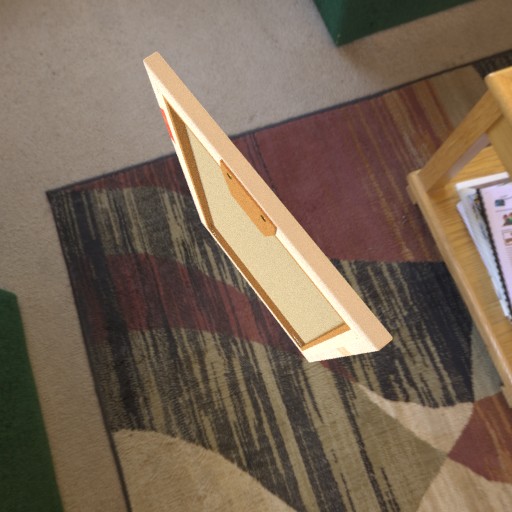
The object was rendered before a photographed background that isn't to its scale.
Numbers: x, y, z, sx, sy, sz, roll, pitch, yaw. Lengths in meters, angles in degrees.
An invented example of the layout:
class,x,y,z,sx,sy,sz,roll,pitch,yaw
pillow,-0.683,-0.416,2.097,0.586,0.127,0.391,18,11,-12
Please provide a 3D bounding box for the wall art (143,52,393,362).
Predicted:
class,x,y,z,sx,sy,sz,roll,pitch,yaw
wall art,0.000,0.000,1.109,0.036,0.848,0.613,-36,78,-9
